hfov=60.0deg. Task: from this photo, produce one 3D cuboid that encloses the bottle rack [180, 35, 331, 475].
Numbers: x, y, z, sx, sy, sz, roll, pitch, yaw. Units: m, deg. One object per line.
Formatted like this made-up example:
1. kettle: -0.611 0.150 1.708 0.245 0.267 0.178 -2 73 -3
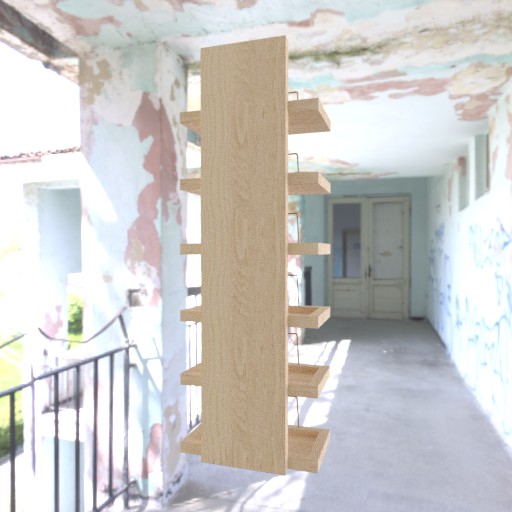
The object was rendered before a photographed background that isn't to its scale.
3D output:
1. bottle rack: 0.000 0.000 1.078 0.330 0.943 0.206 0 1 18
